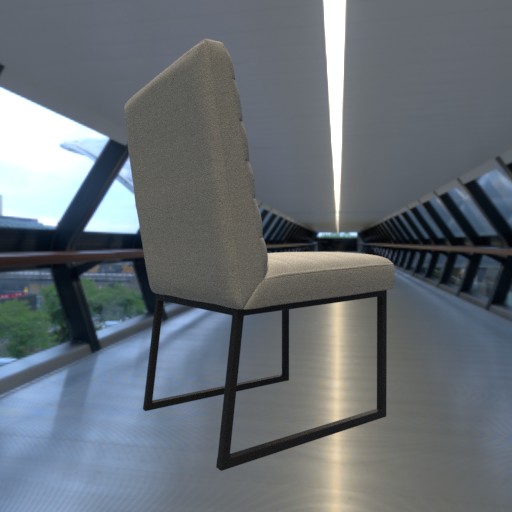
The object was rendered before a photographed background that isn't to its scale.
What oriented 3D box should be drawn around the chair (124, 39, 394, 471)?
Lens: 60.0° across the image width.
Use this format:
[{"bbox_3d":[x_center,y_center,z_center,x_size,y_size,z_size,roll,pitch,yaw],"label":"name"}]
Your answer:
[{"bbox_3d":[0.000,0.000,1.295,0.634,0.930,0.520,0,1,-35],"label":"chair"}]
